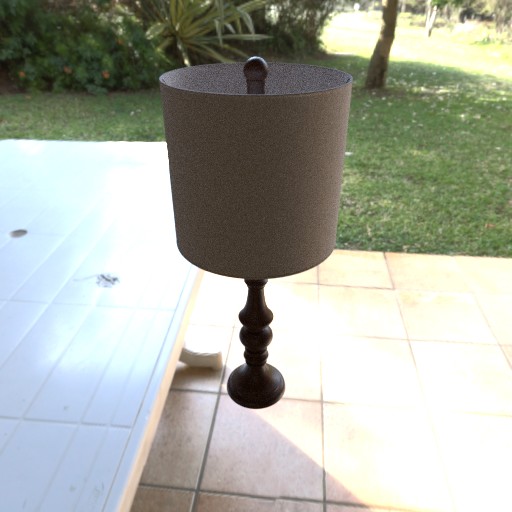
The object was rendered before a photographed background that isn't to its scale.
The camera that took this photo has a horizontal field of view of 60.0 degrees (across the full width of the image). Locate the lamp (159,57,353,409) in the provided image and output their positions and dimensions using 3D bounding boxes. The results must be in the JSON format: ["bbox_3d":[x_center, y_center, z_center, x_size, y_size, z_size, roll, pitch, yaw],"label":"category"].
[{"bbox_3d":[0.000,0.000,0.724,0.250,0.597,0.250,0,31,0],"label":"lamp"}]
